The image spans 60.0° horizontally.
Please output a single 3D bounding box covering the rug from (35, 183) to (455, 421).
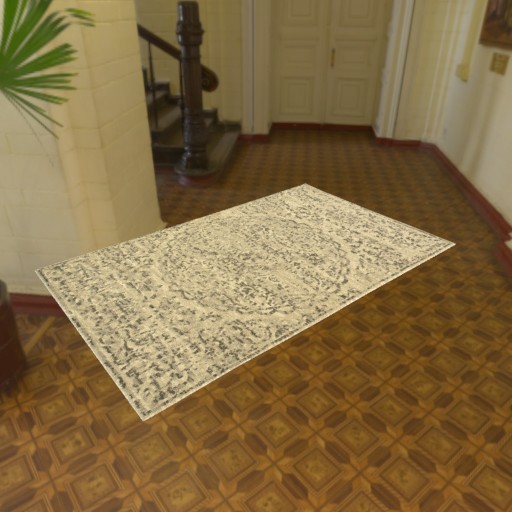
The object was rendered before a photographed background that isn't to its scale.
[{"bbox_3d":[0.000,0.000,3.018,2.447,0.021,1.527,-22,37,-33],"label":"rug"}]
